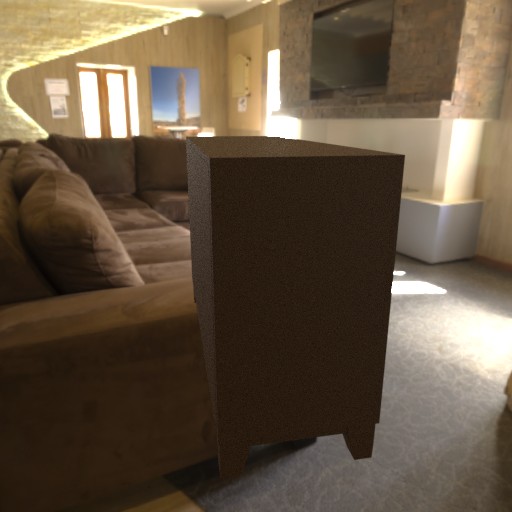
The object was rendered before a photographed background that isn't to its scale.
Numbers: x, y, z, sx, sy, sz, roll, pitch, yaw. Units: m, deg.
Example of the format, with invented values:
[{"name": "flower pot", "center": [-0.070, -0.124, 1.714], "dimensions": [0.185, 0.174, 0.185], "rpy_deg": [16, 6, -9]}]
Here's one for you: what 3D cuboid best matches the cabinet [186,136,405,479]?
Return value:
[{"name": "cabinet", "center": [0.000, 0.000, 1.838], "dimensions": [0.482, 0.914, 1.396], "rpy_deg": [-3, 17, -10]}]
